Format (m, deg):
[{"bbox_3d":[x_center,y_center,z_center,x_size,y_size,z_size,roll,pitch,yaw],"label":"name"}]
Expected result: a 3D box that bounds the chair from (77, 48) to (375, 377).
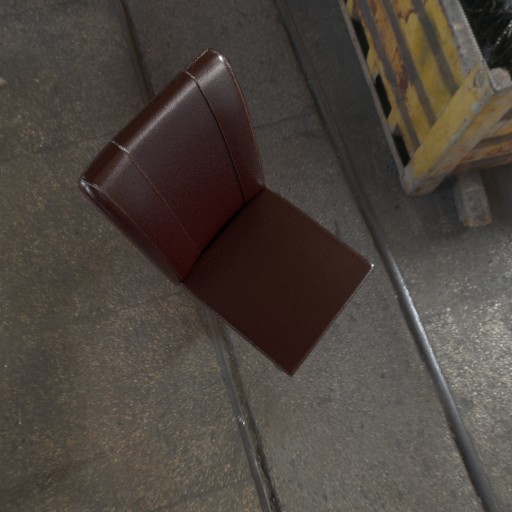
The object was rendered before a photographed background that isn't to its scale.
[{"bbox_3d":[0.000,0.000,1.223,0.556,0.897,0.399,38,78,10],"label":"chair"}]
